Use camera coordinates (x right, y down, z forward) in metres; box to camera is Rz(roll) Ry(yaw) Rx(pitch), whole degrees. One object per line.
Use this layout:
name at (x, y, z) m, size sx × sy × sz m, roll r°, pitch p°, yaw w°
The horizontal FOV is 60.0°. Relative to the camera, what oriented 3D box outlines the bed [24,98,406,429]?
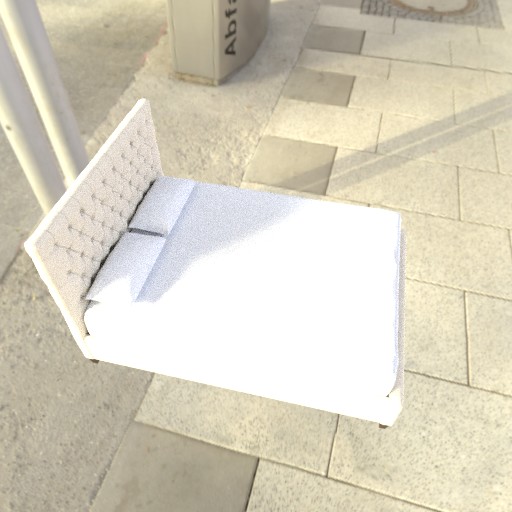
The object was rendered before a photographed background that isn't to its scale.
bed at (0.000, 0.000, 3.406) m, size 2.387 × 1.427 × 1.698 m, roll 10°, pitch 49°, yaw 9°
